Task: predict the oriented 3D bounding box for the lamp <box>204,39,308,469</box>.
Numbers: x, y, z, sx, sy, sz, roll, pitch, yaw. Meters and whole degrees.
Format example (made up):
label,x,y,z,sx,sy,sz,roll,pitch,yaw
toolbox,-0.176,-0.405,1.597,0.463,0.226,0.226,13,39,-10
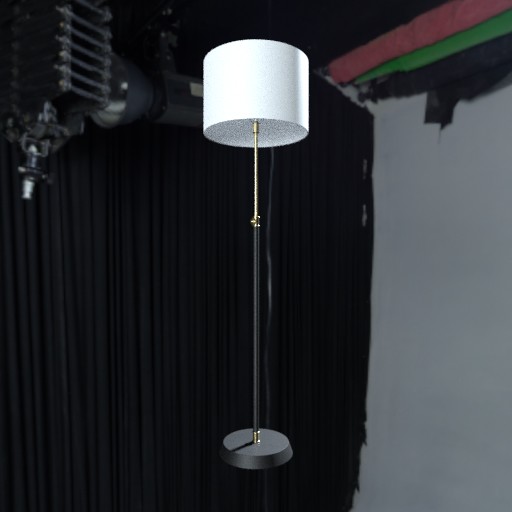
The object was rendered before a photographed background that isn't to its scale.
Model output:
label,x,y,z,sx,sy,sz,roll,pitch,yaw
lamp,0.000,0.000,1.721,0.404,1.517,0.404,0,0,-37
